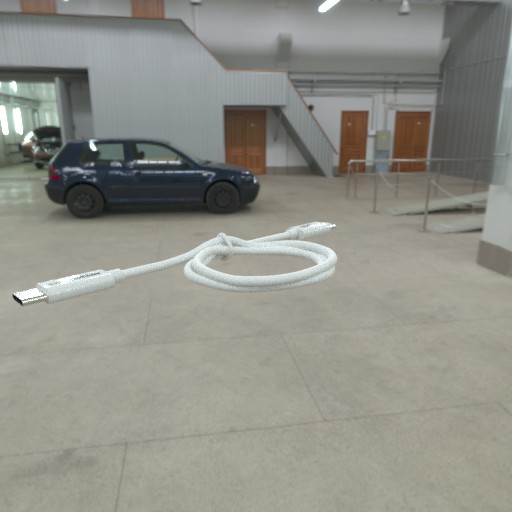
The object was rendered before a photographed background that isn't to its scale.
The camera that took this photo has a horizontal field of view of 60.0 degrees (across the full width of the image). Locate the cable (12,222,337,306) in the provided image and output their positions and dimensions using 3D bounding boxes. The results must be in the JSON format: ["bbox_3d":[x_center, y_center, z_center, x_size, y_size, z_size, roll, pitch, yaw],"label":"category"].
[{"bbox_3d":[0.000,0.000,0.202,0.186,0.014,0.070,-15,22,-43],"label":"cable"}]
